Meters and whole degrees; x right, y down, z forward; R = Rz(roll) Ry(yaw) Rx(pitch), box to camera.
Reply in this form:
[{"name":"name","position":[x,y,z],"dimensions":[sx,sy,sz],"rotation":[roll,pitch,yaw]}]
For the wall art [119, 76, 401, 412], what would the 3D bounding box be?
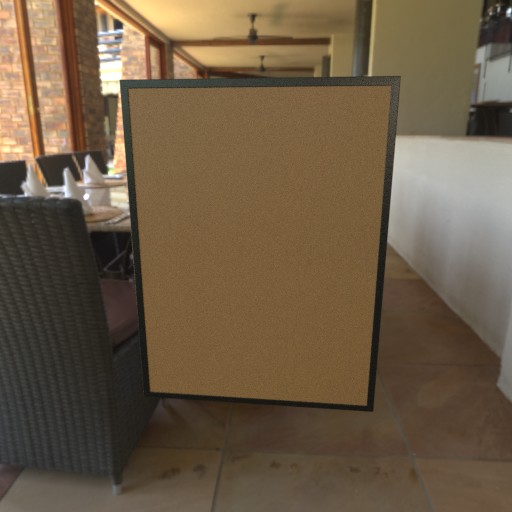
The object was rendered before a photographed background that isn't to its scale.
[{"name":"wall art","position":[0.000,0.000,1.419],"dimensions":[0.804,1.061,0.039],"rotation":[2,16,6]}]
